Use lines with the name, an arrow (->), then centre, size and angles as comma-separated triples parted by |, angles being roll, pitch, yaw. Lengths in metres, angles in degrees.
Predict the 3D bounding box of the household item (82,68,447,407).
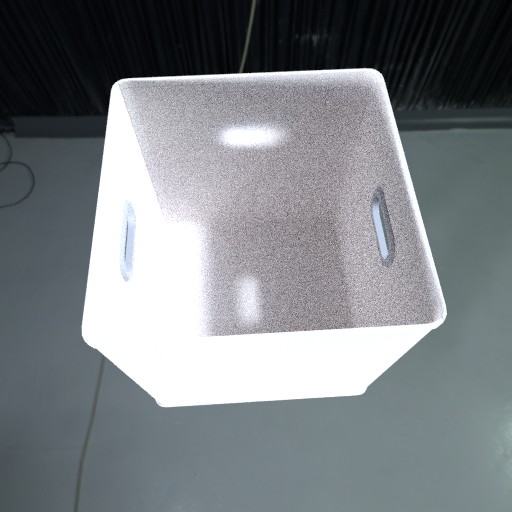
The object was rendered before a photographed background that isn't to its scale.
household item -> 0.000, 0.000, 0.560 | 0.305, 0.305, 0.305 | -3, 63, -2
